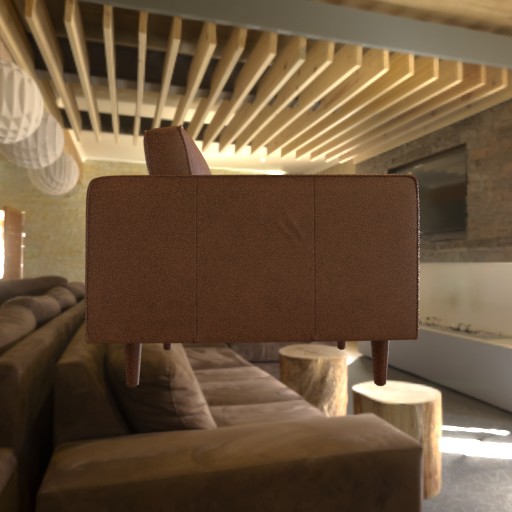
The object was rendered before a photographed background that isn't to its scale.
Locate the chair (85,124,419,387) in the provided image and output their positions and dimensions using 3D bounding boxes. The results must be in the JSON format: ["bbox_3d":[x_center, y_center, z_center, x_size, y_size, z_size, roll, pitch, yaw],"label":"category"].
[{"bbox_3d":[0.000,0.000,1.576,0.900,0.770,0.920,0,-1,-1],"label":"chair"}]
